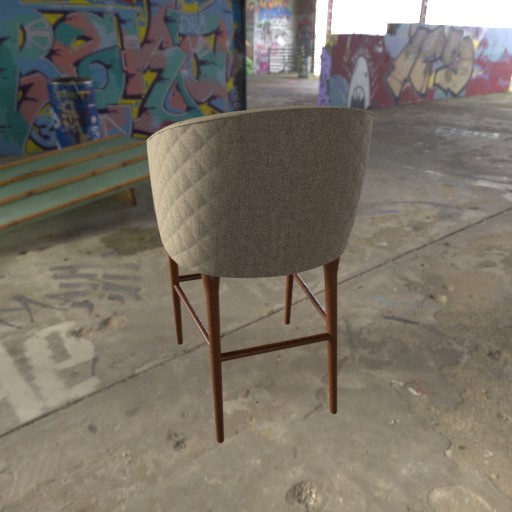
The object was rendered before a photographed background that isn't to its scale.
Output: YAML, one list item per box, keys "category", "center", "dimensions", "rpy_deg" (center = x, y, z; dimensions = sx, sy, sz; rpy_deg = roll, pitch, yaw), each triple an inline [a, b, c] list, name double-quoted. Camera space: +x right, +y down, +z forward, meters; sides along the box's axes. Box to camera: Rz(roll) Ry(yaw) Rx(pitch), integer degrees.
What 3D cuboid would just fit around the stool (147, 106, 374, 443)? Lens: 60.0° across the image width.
- category: "stool"
  center: [0.000, 0.000, 1.373]
  dimensions: [0.559, 0.952, 0.635]
  rpy_deg: [-8, 27, -16]
